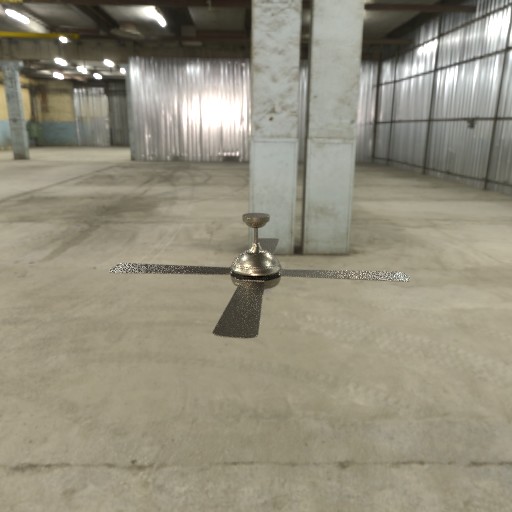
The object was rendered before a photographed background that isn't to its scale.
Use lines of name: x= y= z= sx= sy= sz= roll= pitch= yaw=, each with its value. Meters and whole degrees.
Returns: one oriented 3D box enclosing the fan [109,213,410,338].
fan: x=0.000 y=0.000 z=2.042 sx=1.321 sy=0.381 sz=1.321 roll=8 pitch=17 yaw=25
